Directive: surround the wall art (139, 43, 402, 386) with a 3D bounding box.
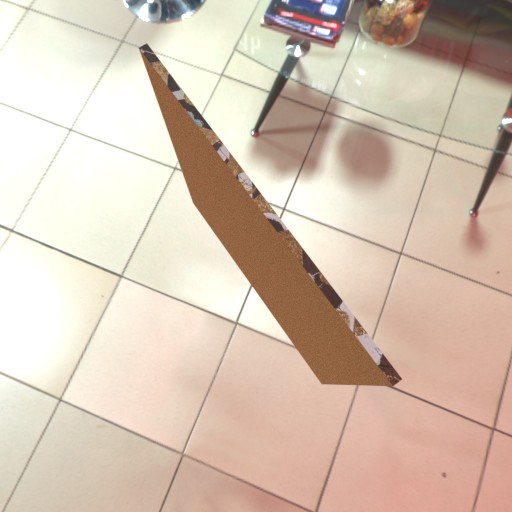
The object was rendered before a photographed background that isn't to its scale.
[{"bbox_3d":[0.000,0.000,0.602,0.010,0.406,0.404,-34,77,-9],"label":"wall art"}]
